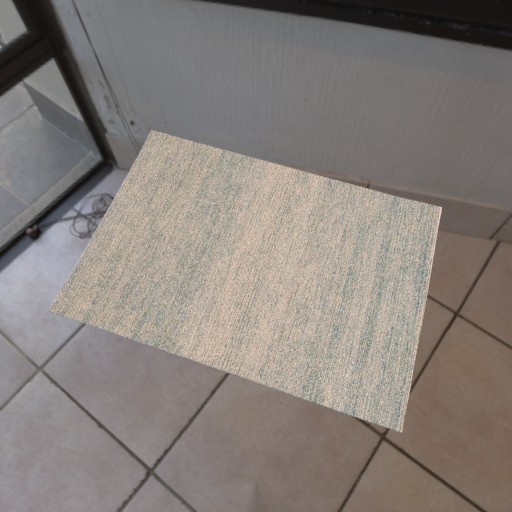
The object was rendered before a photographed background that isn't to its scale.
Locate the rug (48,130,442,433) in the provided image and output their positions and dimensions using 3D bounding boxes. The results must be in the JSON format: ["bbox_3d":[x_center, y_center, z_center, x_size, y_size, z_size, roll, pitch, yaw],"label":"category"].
[{"bbox_3d":[0.000,0.000,3.023,2.306,0.030,1.613,17,64,8],"label":"rug"}]
